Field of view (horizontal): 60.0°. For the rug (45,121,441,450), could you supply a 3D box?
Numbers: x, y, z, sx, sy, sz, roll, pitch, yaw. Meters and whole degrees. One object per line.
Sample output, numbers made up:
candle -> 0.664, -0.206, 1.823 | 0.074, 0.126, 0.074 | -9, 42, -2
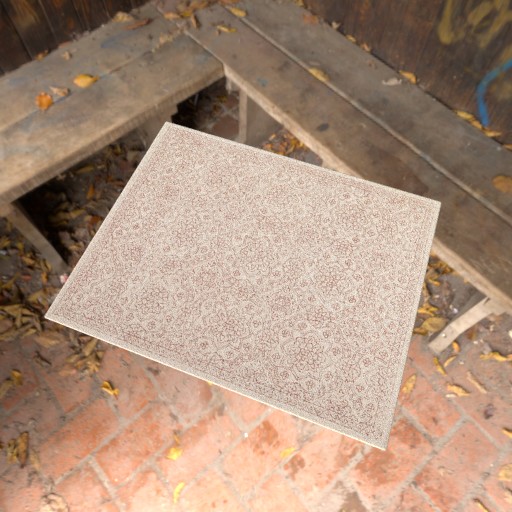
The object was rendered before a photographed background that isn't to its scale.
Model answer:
rug -> 0.000, 0.000, 4.161 | 3.050, 0.015, 2.441 | 19, 64, 9
